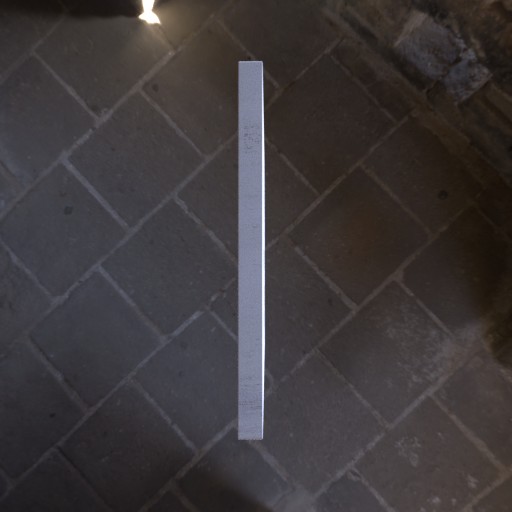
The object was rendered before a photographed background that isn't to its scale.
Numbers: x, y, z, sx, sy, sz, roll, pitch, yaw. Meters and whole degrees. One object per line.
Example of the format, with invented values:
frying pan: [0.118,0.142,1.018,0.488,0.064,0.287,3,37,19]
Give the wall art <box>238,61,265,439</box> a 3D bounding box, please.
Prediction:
wall art: [0.000,0.000,1.187,0.043,0.914,0.624,0,88,1]
